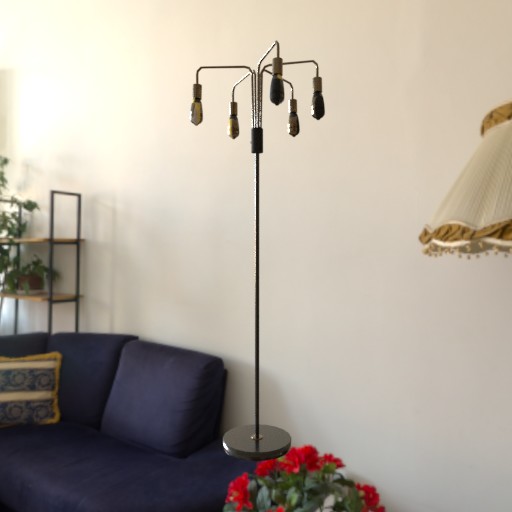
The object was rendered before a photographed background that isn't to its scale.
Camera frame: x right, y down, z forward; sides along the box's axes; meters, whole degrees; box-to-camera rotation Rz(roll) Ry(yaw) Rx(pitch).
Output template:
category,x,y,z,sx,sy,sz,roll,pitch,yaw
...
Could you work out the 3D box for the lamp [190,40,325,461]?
category,x,y,z,sx,sy,sz,roll,pitch,yaw
lamp,0.000,0.000,1.999,0.599,1.721,0.572,0,0,0
